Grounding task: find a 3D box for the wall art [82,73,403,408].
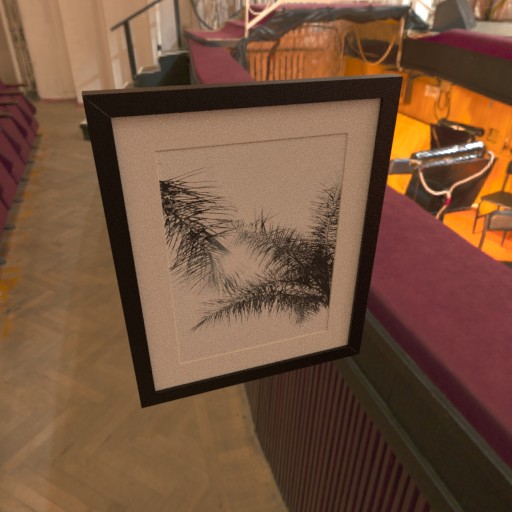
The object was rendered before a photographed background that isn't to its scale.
[{"bbox_3d":[0.000,0.000,0.756,0.457,0.557,0.028,-10,32,-16],"label":"wall art"}]
